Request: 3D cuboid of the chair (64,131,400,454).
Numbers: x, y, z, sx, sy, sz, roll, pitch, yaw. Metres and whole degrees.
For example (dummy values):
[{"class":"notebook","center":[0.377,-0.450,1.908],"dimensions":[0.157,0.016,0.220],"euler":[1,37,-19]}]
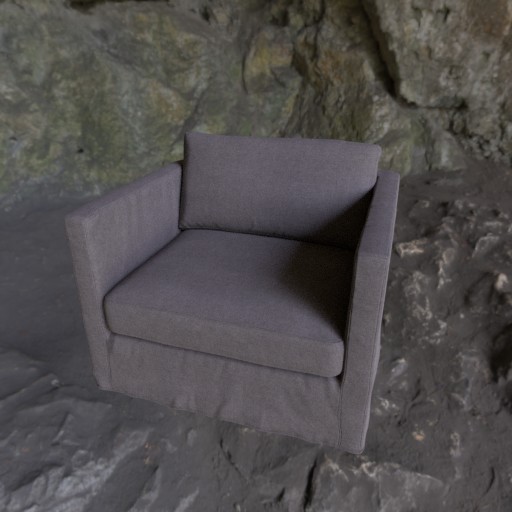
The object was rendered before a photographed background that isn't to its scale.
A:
[{"class":"chair","center":[0.000,0.000,1.787],"dimensions":[1.057,0.863,0.949],"euler":[8,27,16]}]
